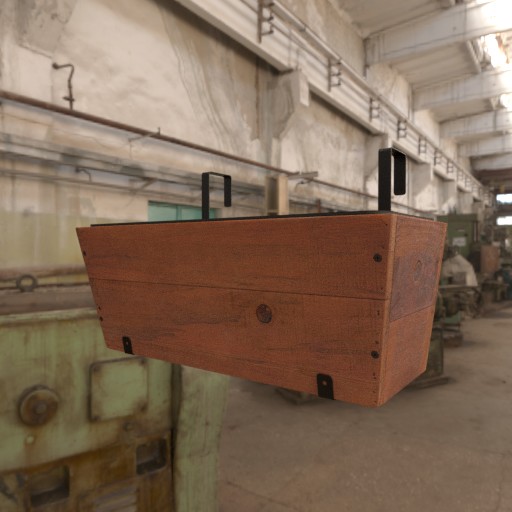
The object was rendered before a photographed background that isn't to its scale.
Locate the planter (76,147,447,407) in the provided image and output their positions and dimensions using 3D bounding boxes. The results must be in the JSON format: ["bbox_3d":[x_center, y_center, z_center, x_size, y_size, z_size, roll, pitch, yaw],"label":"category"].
[{"bbox_3d":[0.000,0.000,0.628,0.480,0.289,0.262,1,2,36],"label":"planter"}]
